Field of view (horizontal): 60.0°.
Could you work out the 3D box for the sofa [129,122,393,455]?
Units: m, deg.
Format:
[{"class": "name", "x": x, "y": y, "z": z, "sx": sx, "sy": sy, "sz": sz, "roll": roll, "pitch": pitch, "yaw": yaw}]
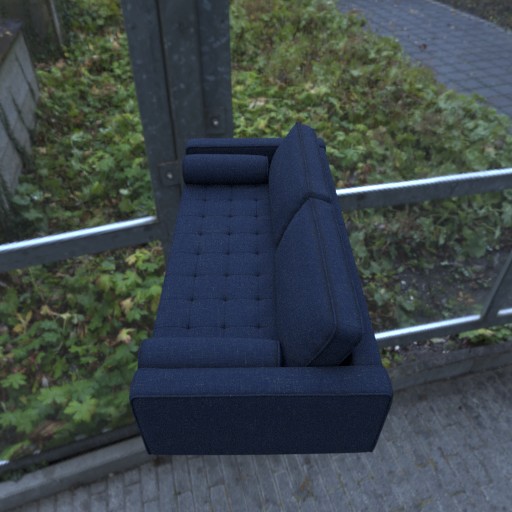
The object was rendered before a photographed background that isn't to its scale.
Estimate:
[{"class": "sofa", "x": 0.000, "y": 0.000, "z": 2.292, "sx": 0.914, "sy": 0.762, "sz": 1.880, "roll": 0, "pitch": 41, "yaw": 0}]
